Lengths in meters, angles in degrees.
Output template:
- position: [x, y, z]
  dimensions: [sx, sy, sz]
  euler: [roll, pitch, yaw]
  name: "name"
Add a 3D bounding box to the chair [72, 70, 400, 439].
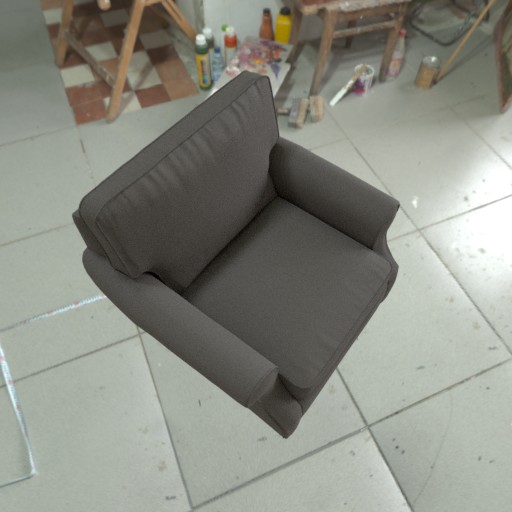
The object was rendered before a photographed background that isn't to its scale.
- position: [0.000, 0.000, 1.768]
  dimensions: [0.966, 0.967, 1.029]
  euler: [33, 63, 19]
  name: "chair"
